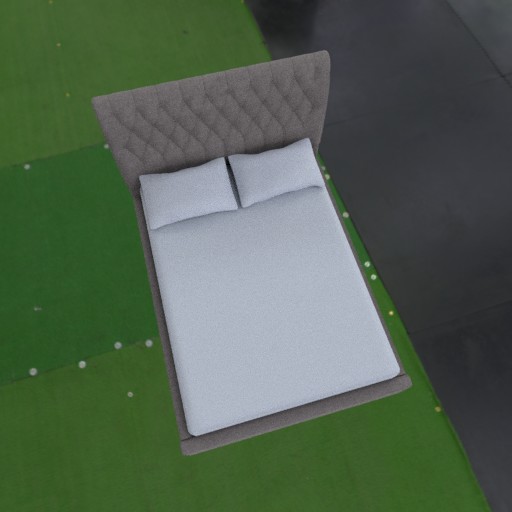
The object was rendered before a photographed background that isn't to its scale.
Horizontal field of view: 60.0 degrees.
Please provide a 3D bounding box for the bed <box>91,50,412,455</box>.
[{"bbox_3d":[0.000,0.000,3.176,1.645,1.371,2.252,-14,66,-6],"label":"bed"}]
